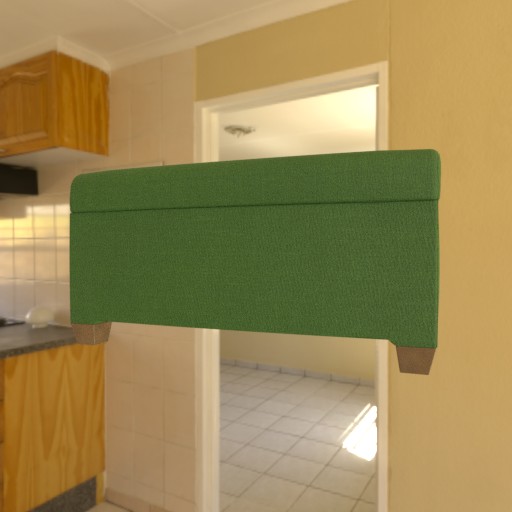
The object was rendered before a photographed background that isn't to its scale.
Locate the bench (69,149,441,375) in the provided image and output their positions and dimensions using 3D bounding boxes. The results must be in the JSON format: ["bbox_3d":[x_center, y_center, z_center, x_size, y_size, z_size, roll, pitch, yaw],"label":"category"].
[{"bbox_3d":[0.000,0.000,1.298,0.989,0.501,0.505,0,1,20],"label":"bench"}]
